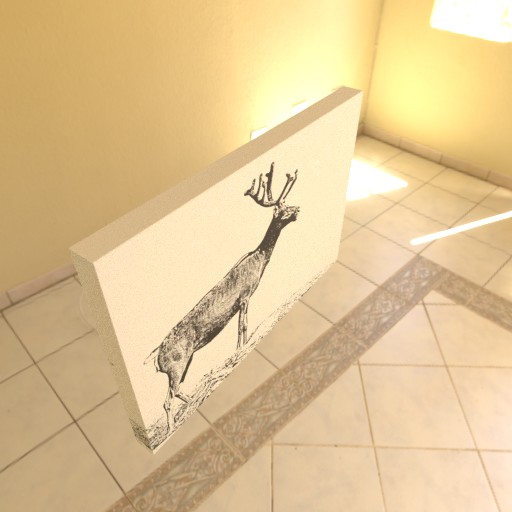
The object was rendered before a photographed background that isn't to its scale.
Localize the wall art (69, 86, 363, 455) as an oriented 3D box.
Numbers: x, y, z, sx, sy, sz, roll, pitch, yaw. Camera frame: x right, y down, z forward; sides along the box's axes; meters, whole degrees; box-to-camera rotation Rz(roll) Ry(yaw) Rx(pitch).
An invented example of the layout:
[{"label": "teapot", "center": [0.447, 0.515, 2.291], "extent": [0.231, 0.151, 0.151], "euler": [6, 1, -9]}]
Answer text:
[{"label": "wall art", "center": [0.000, 0.000, 0.780], "extent": [0.042, 0.414, 0.608], "euler": [26, 47, 27]}]
